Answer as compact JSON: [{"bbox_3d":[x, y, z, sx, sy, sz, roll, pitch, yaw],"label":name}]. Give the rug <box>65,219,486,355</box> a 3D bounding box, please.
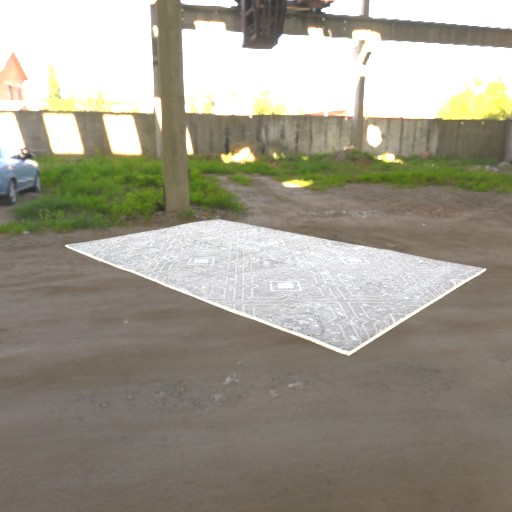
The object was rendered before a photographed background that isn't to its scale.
[{"bbox_3d":[0.000,0.000,2.994,2.447,0.036,1.537,14,21,42],"label":"rug"}]
